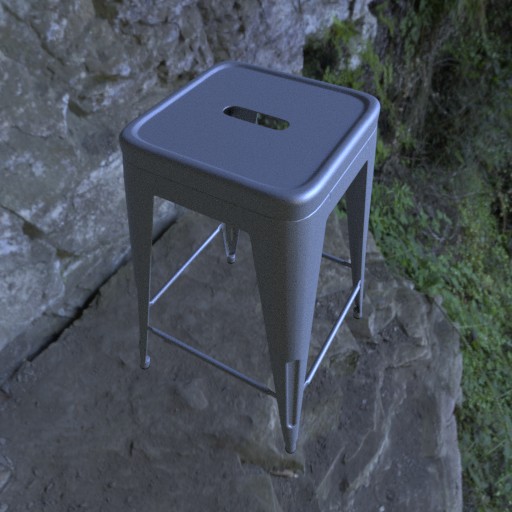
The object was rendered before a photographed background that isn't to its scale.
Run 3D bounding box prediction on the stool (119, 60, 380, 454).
[{"bbox_3d":[0.000,0.000,0.874,0.406,0.610,0.406,23,51,20],"label":"stool"}]
